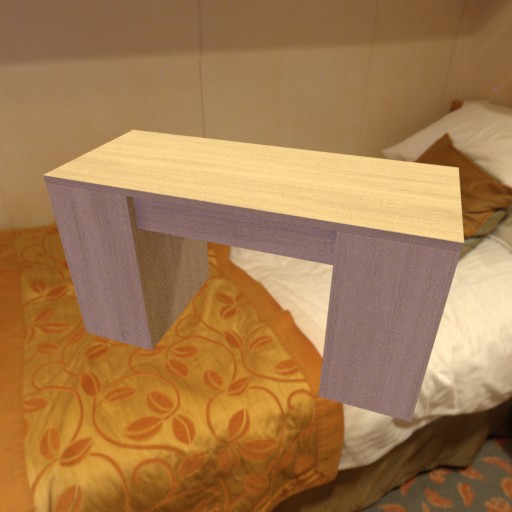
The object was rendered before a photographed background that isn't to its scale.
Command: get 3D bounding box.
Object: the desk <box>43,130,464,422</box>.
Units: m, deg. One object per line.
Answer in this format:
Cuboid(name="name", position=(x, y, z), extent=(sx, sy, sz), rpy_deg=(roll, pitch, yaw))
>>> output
Cuboid(name="desk", position=(0.000, 0.000, 1.806), extent=(1.390, 0.740, 0.600), rpy_deg=(11, 34, 17))
